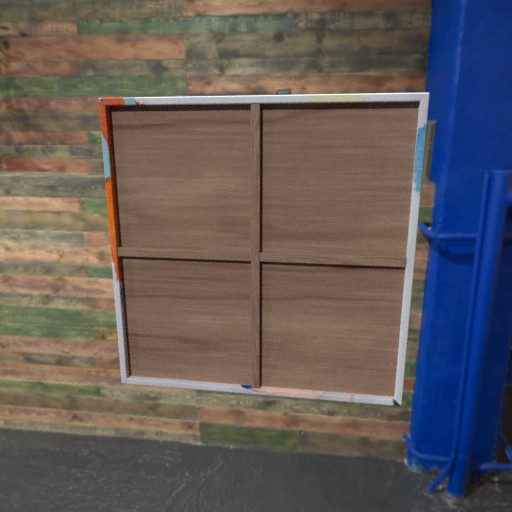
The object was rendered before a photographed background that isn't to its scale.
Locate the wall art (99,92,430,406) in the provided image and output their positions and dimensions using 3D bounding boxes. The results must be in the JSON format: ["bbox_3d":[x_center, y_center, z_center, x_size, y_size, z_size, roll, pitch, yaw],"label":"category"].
[{"bbox_3d":[0.000,0.000,1.491,1.017,1.017,0.044,2,14,8],"label":"wall art"}]
